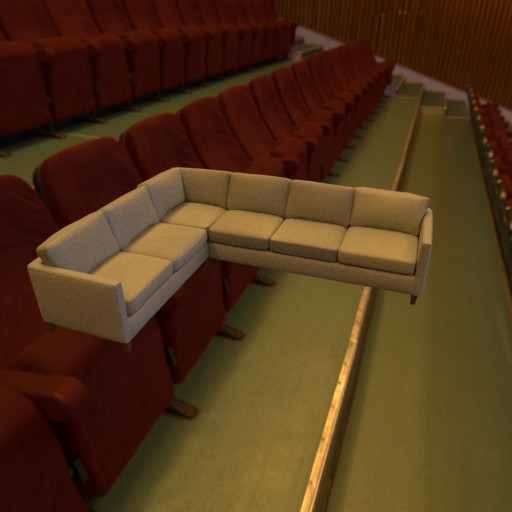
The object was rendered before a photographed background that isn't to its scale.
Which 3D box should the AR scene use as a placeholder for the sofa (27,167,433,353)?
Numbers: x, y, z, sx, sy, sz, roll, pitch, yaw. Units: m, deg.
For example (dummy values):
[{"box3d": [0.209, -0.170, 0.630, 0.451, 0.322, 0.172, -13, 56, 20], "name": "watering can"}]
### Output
[{"box3d": [0.000, 0.000, 4.460, 3.301, 0.947, 2.592, 10, 30, 17], "name": "sofa"}]
